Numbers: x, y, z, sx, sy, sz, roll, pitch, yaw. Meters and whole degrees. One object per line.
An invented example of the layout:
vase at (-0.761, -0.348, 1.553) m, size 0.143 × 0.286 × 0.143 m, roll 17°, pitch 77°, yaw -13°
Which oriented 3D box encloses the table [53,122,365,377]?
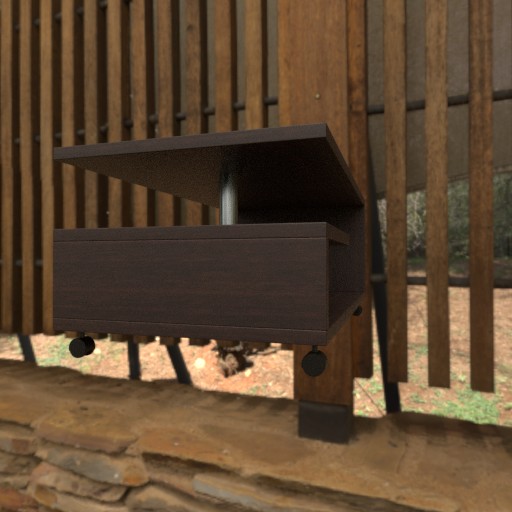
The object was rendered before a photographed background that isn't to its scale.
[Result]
table at (0.000, 0.000, 1.369) m, size 0.590 × 0.460 × 1.050 m, roll 0°, pitch -1°, yaw 17°
